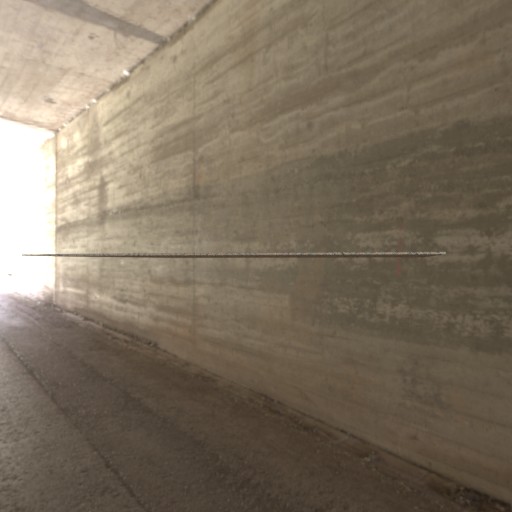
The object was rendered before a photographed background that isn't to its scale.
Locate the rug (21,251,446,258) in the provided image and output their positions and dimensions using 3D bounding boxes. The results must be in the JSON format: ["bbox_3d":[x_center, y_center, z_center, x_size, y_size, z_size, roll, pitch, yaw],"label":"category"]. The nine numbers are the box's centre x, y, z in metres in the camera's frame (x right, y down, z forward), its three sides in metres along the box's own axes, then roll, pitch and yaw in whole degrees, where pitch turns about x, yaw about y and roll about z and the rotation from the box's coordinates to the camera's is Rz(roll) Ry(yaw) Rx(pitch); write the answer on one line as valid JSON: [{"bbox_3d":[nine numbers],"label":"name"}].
[{"bbox_3d":[0.000,0.000,4.143,3.049,0.015,2.457,0,-1,18],"label":"rug"}]
